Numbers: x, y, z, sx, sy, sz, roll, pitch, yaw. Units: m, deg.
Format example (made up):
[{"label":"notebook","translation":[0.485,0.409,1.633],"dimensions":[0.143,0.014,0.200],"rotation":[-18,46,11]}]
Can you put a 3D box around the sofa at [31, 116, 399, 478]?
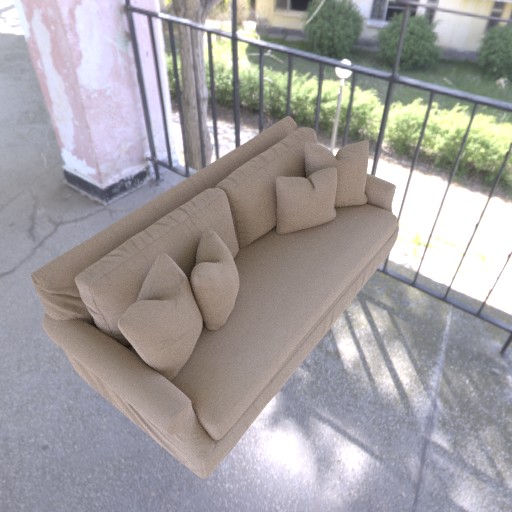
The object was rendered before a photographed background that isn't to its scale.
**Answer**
[{"label":"sofa","translation":[0.000,0.000,2.721],"dimensions":[1.067,0.904,2.285],"rotation":[27,48,27]}]
